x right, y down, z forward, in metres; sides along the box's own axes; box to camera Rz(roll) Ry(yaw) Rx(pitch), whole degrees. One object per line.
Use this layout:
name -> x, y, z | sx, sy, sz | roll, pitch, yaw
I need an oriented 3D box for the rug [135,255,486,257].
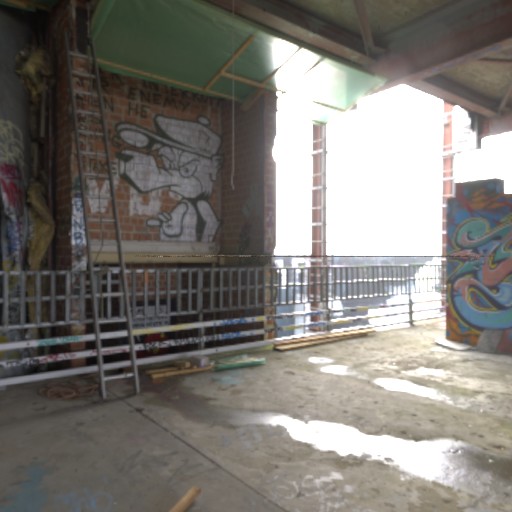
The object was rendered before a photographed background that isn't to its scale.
rug -> 0.000, 0.000, 2.956 | 1.524, 0.008, 2.438 | 0, 0, -18
